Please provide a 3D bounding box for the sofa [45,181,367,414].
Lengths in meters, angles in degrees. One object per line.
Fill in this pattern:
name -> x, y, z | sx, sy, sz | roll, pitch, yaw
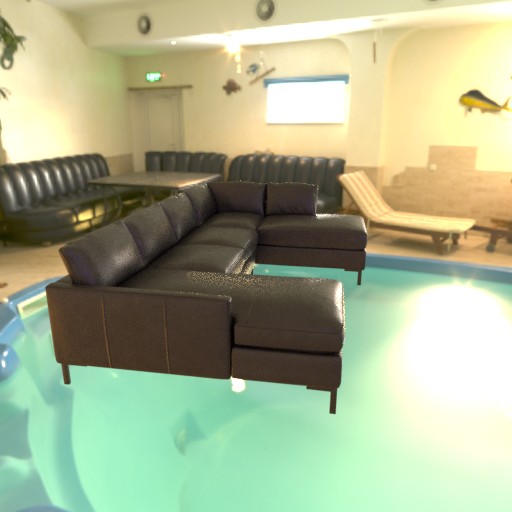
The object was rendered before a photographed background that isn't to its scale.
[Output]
sofa -> 0.000, 0.000, 3.799 | 1.939, 0.900, 2.956 | 3, 17, 10
